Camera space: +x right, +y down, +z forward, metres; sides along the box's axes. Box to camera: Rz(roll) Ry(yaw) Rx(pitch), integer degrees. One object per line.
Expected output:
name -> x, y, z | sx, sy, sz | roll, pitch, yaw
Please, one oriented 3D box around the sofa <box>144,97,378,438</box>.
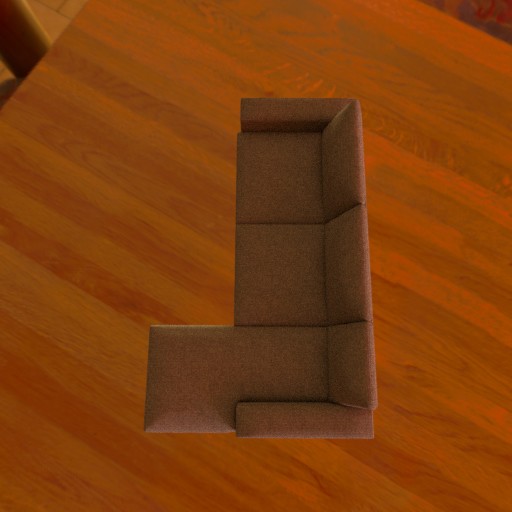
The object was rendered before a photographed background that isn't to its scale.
sofa -> 0.000, 0.000, 3.578 | 1.689, 0.940, 2.718 | 0, 77, 0
